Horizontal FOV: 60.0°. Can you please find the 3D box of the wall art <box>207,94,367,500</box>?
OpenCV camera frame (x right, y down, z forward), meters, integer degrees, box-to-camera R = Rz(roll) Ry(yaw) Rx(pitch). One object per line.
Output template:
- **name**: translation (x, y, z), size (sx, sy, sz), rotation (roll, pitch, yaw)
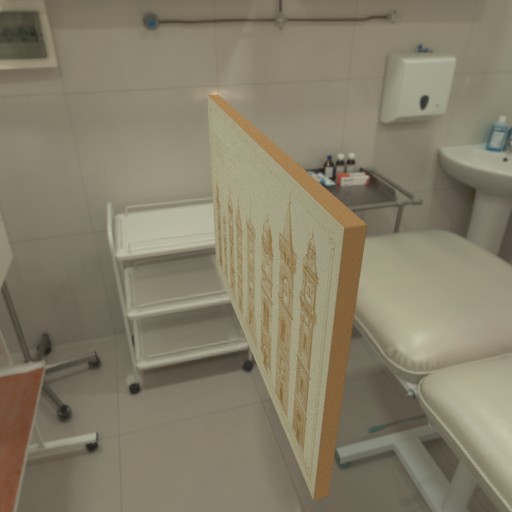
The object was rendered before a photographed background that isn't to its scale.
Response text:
- **wall art**: translation (0.000, 0.000, 1.110), size (0.033, 0.608, 0.915), rotation (-9, 32, -14)
